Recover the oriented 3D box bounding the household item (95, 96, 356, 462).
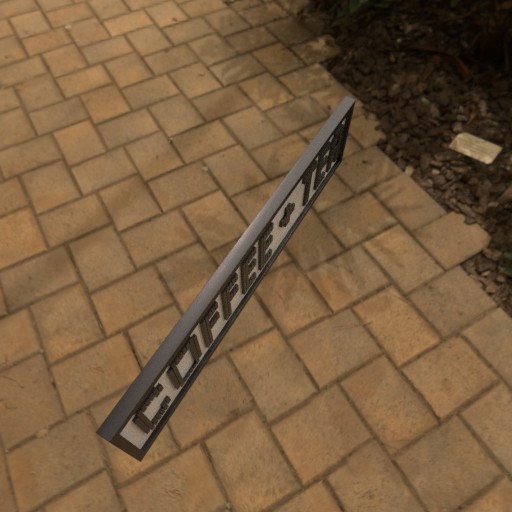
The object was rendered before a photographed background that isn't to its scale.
[{"bbox_3d":[0.000,0.000,1.065,0.030,0.236,1.001,27,62,16],"label":"household item"}]
